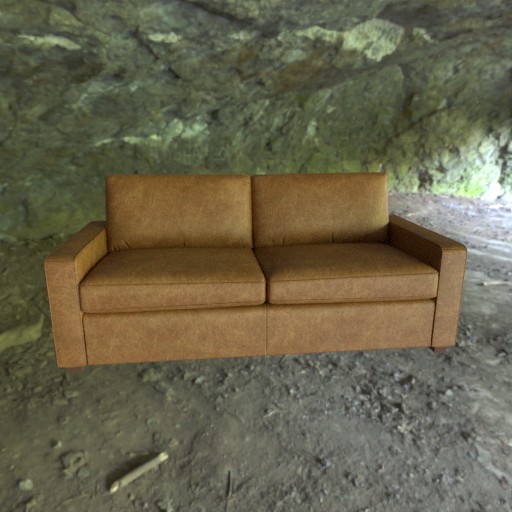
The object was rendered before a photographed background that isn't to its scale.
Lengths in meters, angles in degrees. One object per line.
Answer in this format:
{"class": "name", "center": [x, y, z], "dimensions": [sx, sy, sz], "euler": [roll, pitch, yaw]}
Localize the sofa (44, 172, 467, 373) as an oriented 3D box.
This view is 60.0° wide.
{"class": "sofa", "center": [0.000, 0.000, 2.656], "dimensions": [2.156, 0.928, 0.991], "euler": [-2, 16, -6]}
